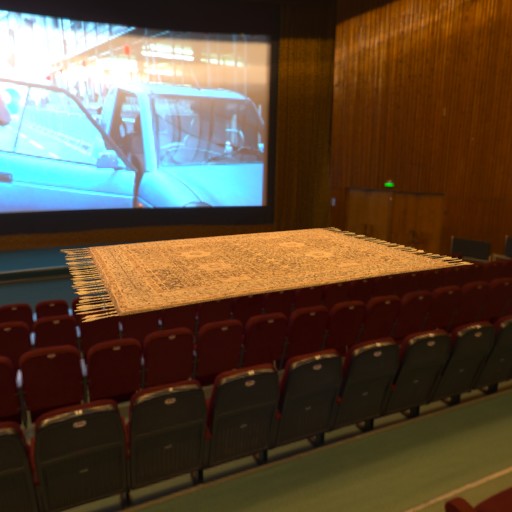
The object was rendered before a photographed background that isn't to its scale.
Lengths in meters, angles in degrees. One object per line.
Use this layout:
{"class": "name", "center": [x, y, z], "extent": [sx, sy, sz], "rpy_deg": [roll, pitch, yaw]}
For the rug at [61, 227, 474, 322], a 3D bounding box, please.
{"class": "rug", "center": [0.000, 0.000, 3.102], "extent": [2.465, 0.023, 1.619], "rpy_deg": [-6, 14, -25]}
